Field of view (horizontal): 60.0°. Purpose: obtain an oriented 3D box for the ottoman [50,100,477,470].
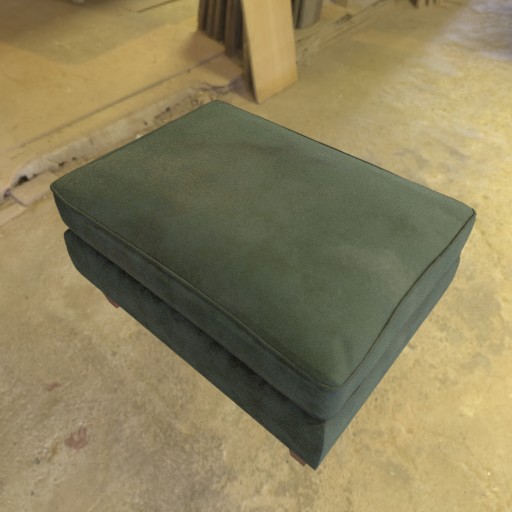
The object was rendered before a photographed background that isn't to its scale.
[{"bbox_3d":[0.000,0.000,1.188,0.864,0.495,0.632,32,54,27],"label":"ottoman"}]
